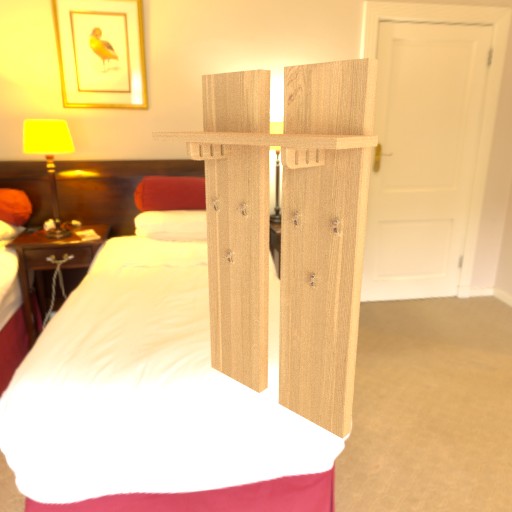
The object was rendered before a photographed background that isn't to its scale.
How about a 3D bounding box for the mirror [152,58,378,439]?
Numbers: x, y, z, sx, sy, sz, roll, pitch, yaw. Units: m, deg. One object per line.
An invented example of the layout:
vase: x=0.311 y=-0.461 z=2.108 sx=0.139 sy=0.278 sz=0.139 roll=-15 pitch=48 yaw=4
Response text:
mirror: x=0.000 y=0.000 z=1.576 sx=0.800 sy=1.250 sz=0.260 roll=15 pitch=23 yaw=41
